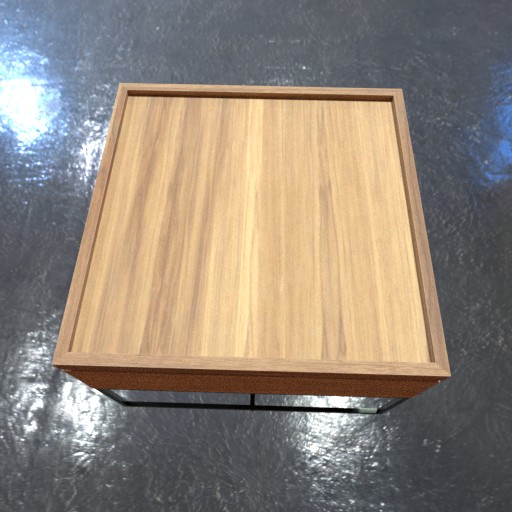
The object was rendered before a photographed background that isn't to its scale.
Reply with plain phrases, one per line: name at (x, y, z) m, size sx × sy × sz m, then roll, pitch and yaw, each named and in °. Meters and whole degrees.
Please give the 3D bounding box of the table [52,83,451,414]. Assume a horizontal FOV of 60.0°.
table at (0.000, 0.000, 1.110) m, size 0.676 × 0.464 × 0.679 m, roll 2°, pitch 63°, yaw 1°
